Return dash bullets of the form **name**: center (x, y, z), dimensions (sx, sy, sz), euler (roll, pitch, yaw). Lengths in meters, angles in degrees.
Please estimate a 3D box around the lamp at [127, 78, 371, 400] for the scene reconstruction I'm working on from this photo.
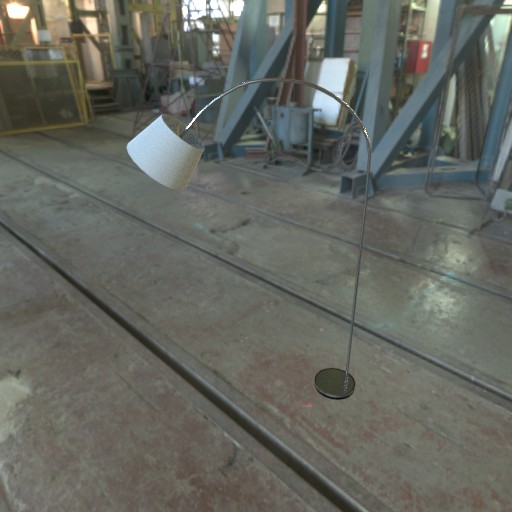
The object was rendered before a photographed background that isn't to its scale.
- **lamp**: center (0.000, 0.000, 2.806), dimensions (1.445, 2.098, 0.406), euler (0, 26, 1)
